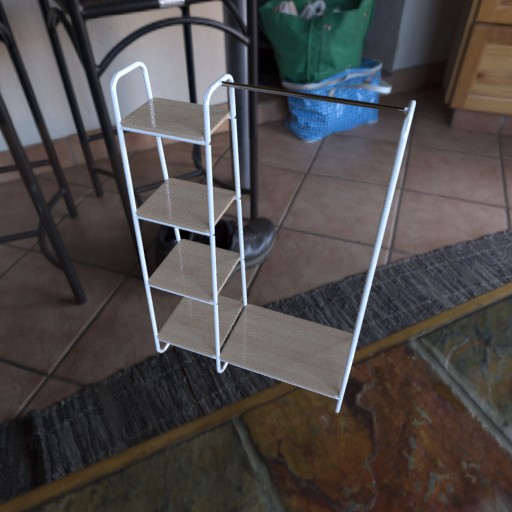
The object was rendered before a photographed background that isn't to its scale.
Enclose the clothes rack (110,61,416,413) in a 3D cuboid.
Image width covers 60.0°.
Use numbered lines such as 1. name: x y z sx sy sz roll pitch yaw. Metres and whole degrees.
1. clothes rack: 0.000 0.000 1.953 1.011 1.500 0.400 14 44 16
